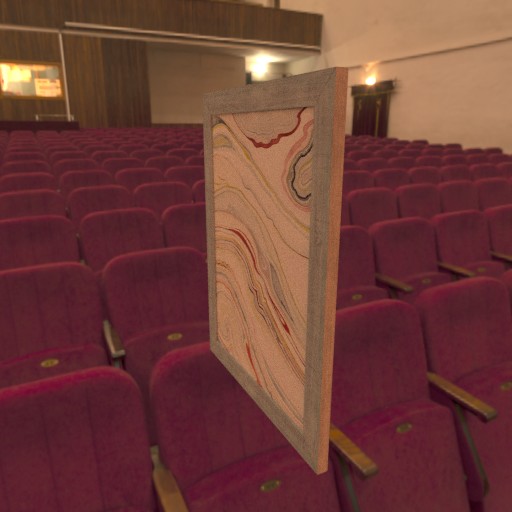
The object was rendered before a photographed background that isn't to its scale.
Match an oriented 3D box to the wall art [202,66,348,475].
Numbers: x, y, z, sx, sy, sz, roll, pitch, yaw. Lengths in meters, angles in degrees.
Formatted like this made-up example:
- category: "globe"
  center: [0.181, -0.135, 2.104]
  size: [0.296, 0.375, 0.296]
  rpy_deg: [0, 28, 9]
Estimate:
- category: "wall art"
  center: [0.000, 0.000, 0.845]
  size: [0.020, 0.613, 0.481]
  rpy_deg: [-8, 18, -26]
